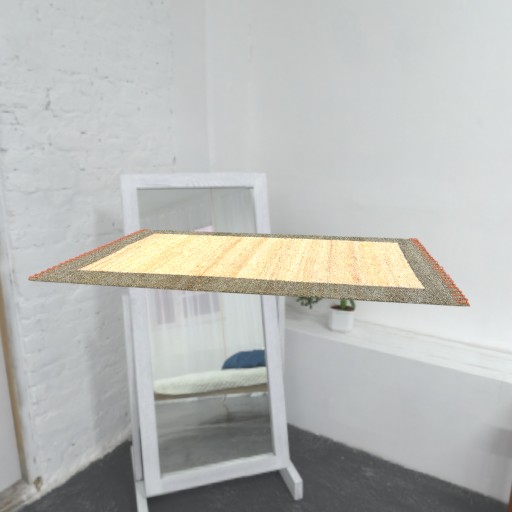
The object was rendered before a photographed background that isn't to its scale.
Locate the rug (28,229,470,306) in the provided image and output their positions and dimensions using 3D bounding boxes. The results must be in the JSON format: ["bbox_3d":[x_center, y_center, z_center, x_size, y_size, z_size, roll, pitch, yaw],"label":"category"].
[{"bbox_3d":[0.000,0.000,2.343,1.838,0.019,1.220,3,14,10],"label":"rug"}]
